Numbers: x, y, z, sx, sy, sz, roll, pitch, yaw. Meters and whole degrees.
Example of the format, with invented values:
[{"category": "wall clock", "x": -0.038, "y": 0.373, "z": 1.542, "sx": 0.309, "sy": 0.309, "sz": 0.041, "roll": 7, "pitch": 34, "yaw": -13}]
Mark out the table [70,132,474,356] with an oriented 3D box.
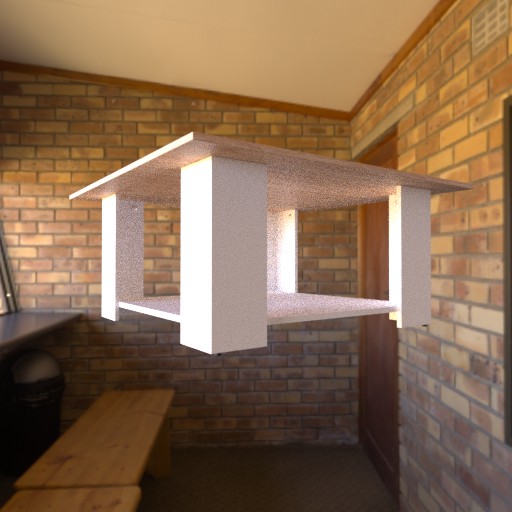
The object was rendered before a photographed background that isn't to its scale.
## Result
[{"category": "table", "x": 0.000, "y": 0.000, "z": 1.028, "sx": 0.670, "sy": 0.305, "sz": 0.670, "roll": 1, "pitch": -1, "yaw": -35}]
